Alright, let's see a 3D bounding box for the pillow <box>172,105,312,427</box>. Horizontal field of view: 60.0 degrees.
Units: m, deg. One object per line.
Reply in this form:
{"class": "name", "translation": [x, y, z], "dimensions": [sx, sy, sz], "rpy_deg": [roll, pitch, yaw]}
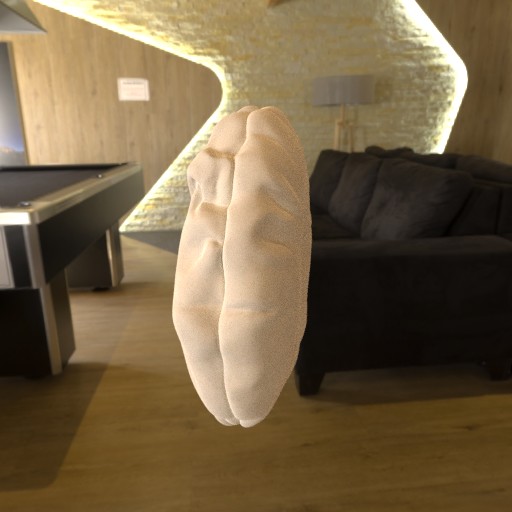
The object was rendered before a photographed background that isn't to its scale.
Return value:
{"class": "pillow", "translation": [0.000, 0.000, 0.634], "dimensions": [0.148, 0.407, 0.428], "rpy_deg": [3, 16, 9]}
